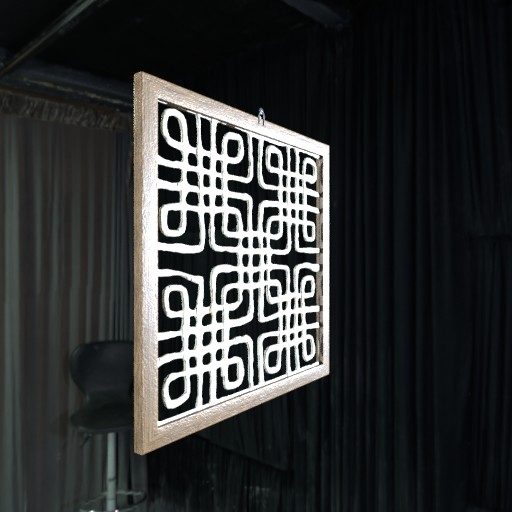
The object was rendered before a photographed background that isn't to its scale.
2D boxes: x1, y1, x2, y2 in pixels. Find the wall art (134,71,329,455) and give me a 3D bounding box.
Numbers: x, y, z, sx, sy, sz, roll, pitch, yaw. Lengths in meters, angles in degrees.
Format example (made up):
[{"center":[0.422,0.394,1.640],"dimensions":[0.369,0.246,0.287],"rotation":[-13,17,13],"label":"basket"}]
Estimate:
[{"center":[0.000,0.000,0.871],"dimensions":[0.021,0.582,0.561],"rotation":[0,0,38],"label":"wall art"}]
